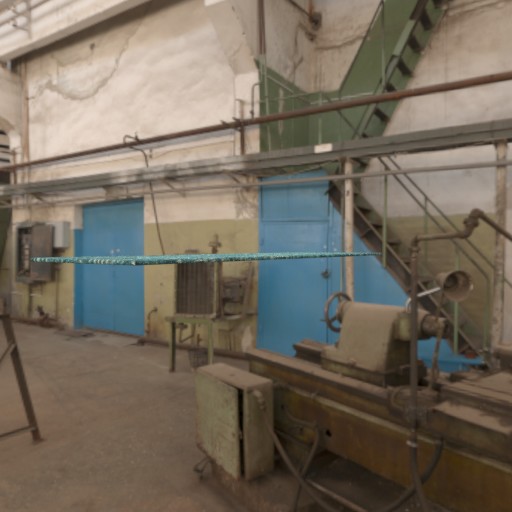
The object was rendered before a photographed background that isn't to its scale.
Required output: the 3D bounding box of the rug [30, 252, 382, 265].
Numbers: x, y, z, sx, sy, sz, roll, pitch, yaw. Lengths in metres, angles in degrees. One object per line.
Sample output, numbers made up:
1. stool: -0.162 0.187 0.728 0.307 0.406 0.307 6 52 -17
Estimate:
1. rug: 0.000 0.000 2.575 0.676 0.016 2.286 1 1 36
